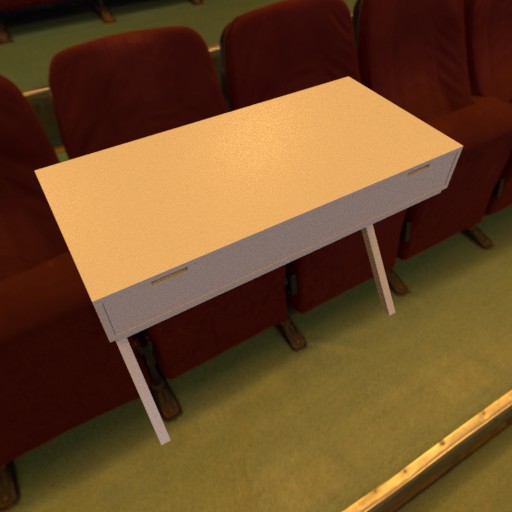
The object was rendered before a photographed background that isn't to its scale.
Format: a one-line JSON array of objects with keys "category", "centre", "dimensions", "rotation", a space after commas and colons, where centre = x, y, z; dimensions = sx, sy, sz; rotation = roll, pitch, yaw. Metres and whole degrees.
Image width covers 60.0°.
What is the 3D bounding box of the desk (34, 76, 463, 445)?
[{"category": "desk", "centre": [0.000, 0.000, 1.489], "dimensions": [1.059, 0.780, 0.509], "rotation": [-24, 51, -21]}]
